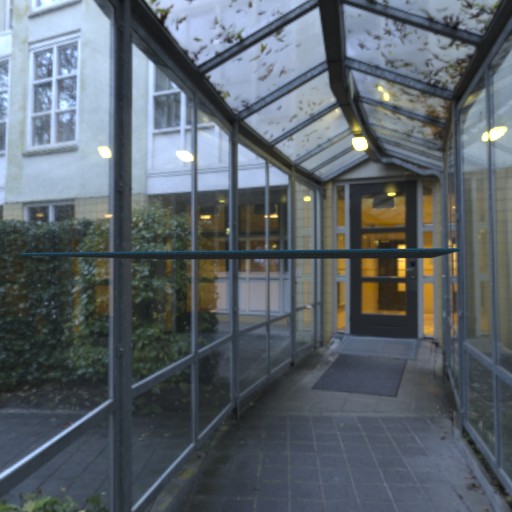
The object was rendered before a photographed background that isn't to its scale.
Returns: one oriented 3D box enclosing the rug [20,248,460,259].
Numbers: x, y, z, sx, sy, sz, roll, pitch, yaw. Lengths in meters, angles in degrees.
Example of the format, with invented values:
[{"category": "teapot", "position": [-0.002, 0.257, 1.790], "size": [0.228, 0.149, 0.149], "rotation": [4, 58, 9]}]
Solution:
[{"category": "rug", "position": [0.000, 0.000, 2.851], "size": [2.213, 0.013, 1.594], "rotation": [0, -1, 18]}]
